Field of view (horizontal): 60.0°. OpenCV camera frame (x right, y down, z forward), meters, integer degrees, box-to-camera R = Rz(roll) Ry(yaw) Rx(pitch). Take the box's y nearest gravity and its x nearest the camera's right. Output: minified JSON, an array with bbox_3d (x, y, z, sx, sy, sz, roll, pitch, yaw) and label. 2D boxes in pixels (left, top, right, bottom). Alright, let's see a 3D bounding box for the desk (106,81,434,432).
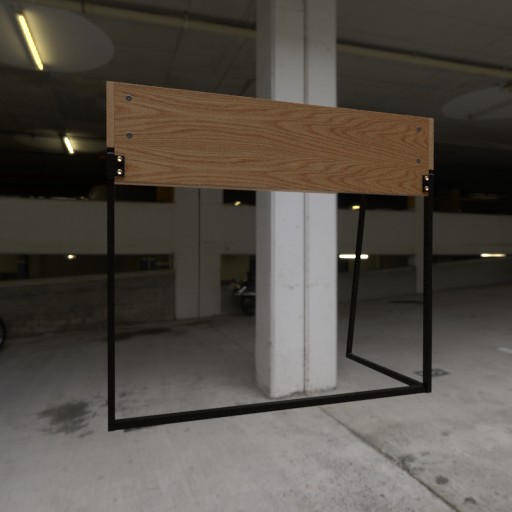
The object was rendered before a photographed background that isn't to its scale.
[{"bbox_3d":[0.000,0.000,1.876,1.191,1.061,0.769,0,1,-18],"label":"desk"}]
